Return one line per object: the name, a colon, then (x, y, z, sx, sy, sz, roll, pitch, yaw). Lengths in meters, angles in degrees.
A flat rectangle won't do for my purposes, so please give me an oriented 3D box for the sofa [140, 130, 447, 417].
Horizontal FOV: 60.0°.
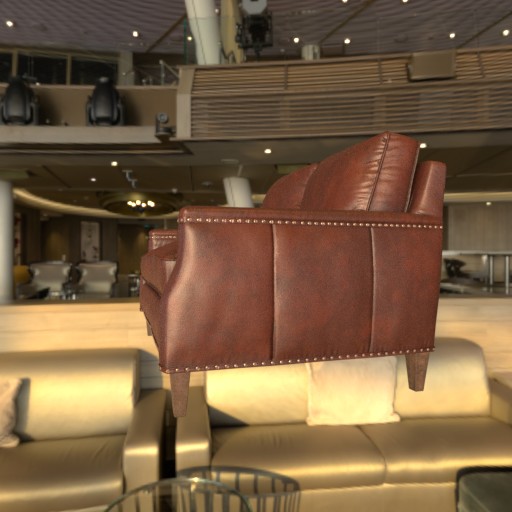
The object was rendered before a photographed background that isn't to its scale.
sofa: (0.000, 0.000, 2.238, 1.083, 1.003, 1.628, 0, 0, -17)
